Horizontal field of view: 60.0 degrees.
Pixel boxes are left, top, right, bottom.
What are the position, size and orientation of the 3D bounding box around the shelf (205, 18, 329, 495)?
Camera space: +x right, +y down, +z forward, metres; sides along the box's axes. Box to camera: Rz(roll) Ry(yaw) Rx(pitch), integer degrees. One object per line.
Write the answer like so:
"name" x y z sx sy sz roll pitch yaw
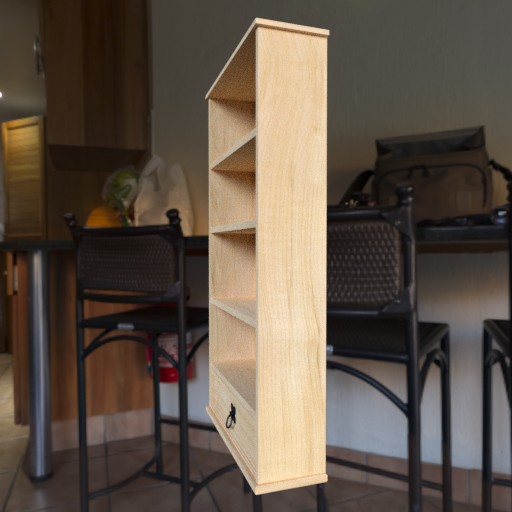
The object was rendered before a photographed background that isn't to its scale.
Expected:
"shelf" 0.000 0.000 1.226 0.175 1.030 0.520 0 1 -18
